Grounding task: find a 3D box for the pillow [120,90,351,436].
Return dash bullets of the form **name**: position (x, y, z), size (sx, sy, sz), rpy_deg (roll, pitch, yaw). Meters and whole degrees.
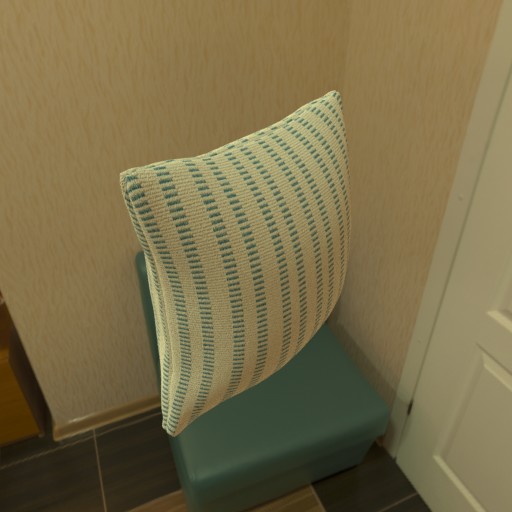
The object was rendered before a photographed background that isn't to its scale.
- **pillow**: position (0.000, 0.000, 0.689), size (0.247, 0.419, 0.438), rpy_deg (23, 40, 31)
